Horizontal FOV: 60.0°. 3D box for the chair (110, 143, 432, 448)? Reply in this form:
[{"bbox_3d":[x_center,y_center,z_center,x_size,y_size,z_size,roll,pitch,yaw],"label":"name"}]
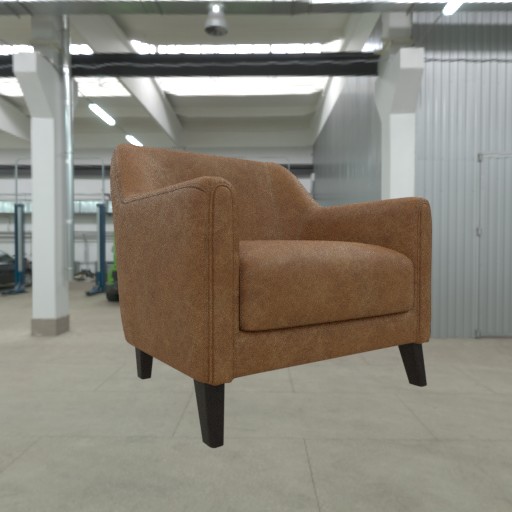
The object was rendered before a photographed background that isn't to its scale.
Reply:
[{"bbox_3d":[0.000,0.000,1.807,1.037,0.980,1.034,-1,2,-35],"label":"chair"}]
